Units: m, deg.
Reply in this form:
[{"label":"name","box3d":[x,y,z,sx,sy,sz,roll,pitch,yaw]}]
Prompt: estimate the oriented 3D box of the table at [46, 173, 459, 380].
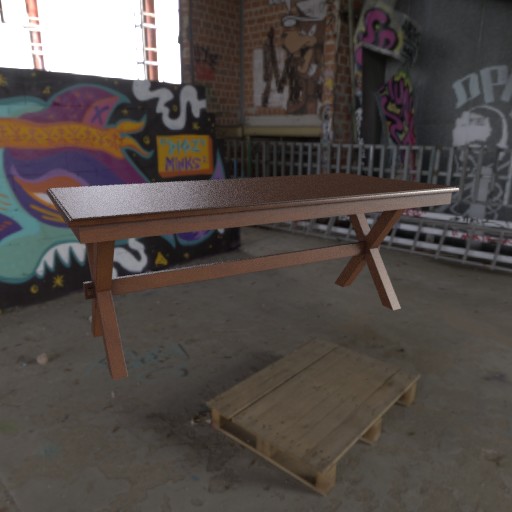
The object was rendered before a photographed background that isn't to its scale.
[{"label":"table","box3d":[0.000,0.000,1.494,1.197,0.459,0.594,-8,18,-27]}]
